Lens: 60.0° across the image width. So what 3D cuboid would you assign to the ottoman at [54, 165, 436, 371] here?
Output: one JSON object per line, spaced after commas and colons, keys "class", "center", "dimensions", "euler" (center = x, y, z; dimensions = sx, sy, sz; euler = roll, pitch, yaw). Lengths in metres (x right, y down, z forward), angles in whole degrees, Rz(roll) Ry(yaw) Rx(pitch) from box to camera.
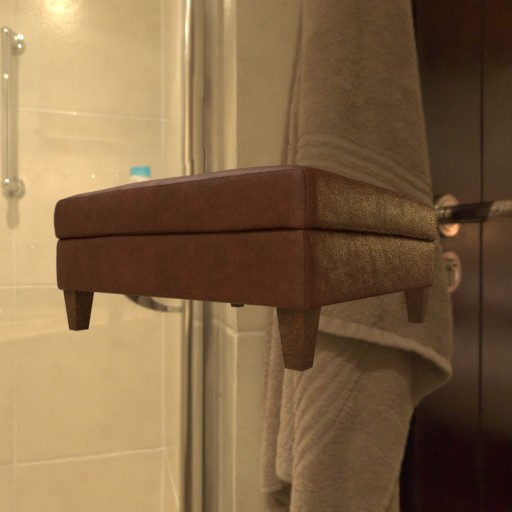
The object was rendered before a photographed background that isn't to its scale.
{"class": "ottoman", "center": [0.000, 0.000, 1.319], "dimensions": [0.844, 0.415, 0.836], "euler": [0, 0, 37]}
